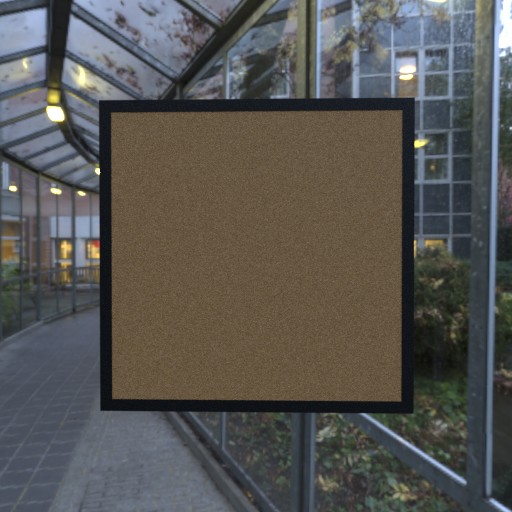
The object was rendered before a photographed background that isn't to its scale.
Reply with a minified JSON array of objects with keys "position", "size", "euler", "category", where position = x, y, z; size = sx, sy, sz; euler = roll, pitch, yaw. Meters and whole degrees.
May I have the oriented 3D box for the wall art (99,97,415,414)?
[{"position":[0.000,0.000,0.448],"size":[0.305,0.304,0.038],"euler":[0,1,1],"category":"wall art"}]
